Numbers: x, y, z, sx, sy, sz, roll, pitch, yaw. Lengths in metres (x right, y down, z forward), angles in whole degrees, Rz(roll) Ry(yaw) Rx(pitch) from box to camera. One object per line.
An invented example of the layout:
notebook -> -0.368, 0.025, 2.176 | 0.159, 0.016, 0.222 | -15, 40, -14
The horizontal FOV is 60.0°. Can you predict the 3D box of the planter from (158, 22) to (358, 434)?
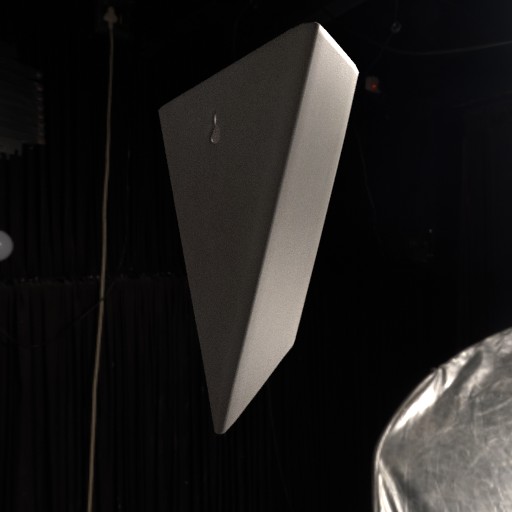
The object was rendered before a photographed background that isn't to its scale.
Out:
planter -> 0.000, 0.000, 0.260 | 0.060, 0.197, 0.150 | 0, 1, -37
